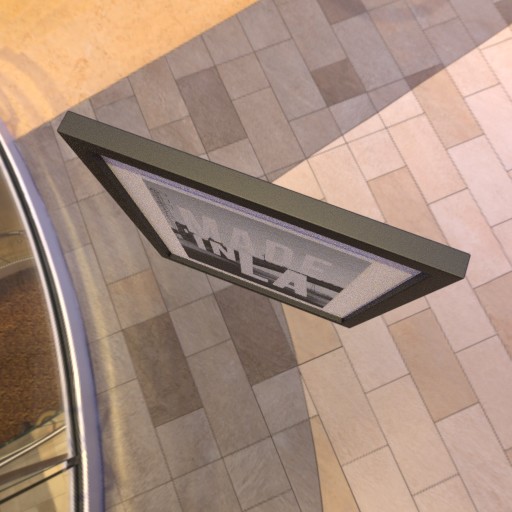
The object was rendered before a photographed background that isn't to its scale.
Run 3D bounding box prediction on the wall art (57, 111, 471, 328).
[{"bbox_3d":[0.000,0.000,0.736,0.457,0.559,0.028,21,77,5],"label":"wall art"}]
